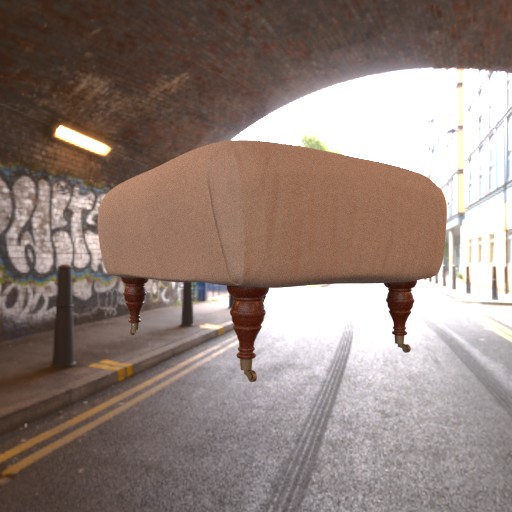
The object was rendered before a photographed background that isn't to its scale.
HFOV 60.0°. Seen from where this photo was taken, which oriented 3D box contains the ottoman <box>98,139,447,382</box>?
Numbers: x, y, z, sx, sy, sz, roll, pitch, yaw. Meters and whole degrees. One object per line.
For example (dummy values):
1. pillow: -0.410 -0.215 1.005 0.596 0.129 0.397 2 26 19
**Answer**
1. ottoman: 0.000 0.000 1.146 0.639 0.450 0.746 1 -1 -35
